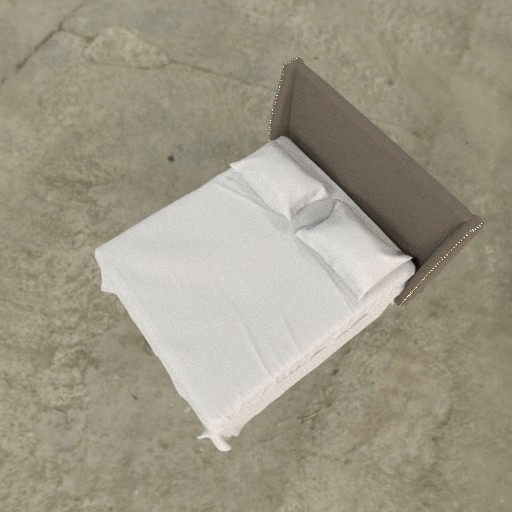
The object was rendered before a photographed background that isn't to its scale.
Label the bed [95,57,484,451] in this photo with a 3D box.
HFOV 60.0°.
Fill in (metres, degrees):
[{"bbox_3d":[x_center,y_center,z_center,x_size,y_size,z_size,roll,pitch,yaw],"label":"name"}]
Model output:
[{"bbox_3d":[0.000,0.000,3.444,2.276,1.332,1.925,-34,69,-15],"label":"bed"}]
